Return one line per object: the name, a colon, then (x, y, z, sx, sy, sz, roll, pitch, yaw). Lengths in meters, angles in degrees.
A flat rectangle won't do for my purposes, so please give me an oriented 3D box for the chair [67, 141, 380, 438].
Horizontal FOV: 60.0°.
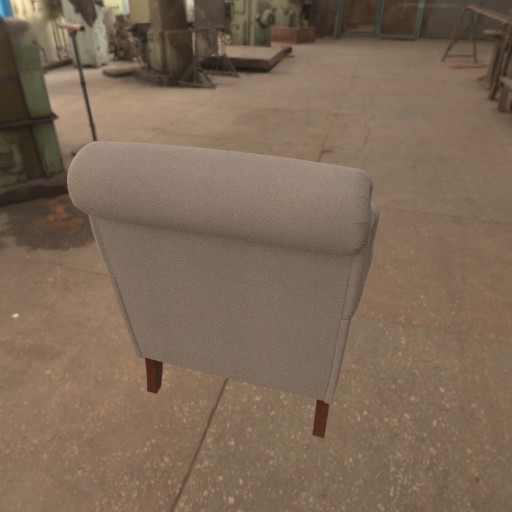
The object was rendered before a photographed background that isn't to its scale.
chair: (0.000, 0.000, 1.526, 0.766, 0.942, 0.842, 9, 33, 15)
